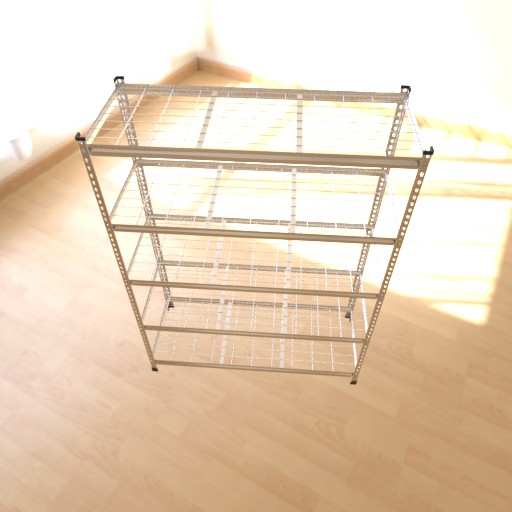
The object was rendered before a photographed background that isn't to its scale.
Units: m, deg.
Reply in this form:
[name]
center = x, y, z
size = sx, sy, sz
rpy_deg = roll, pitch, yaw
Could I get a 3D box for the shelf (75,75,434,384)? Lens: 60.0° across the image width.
[shelf]
center = 0.000, 0.000, 2.787
size = 1.524, 1.981, 0.610
rpy_deg = 3, 46, 3
